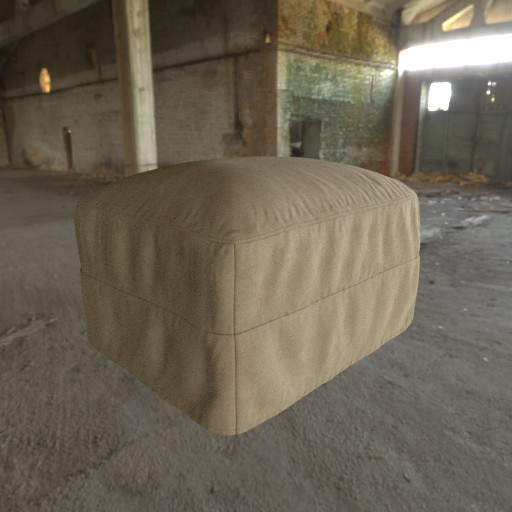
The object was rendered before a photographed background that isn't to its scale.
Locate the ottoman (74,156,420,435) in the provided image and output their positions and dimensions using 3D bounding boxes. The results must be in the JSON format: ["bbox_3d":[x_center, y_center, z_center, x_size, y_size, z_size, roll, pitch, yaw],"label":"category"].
[{"bbox_3d":[0.000,0.000,1.098,0.584,0.480,0.712,14,20,43],"label":"ottoman"}]
